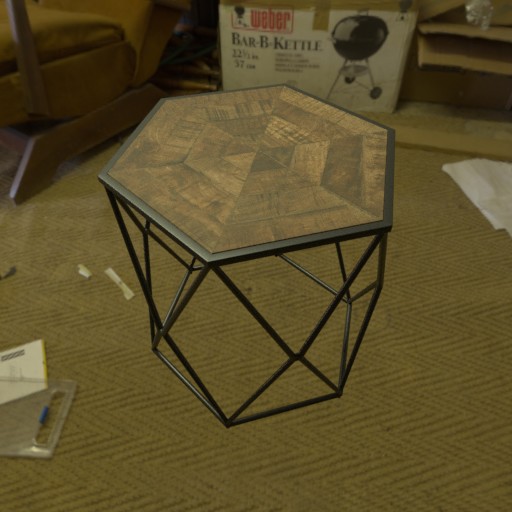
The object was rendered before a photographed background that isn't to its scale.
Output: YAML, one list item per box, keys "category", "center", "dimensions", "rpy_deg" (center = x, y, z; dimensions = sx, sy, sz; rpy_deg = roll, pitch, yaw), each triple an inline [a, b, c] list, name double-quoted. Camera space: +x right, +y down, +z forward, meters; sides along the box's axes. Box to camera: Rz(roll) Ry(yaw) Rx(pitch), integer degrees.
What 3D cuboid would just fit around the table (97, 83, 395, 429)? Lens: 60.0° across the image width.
- category: "table"
  center: [0.000, 0.000, 1.030]
  dimensions: [0.578, 0.564, 0.579]
  rpy_deg: [-11, 46, -11]
